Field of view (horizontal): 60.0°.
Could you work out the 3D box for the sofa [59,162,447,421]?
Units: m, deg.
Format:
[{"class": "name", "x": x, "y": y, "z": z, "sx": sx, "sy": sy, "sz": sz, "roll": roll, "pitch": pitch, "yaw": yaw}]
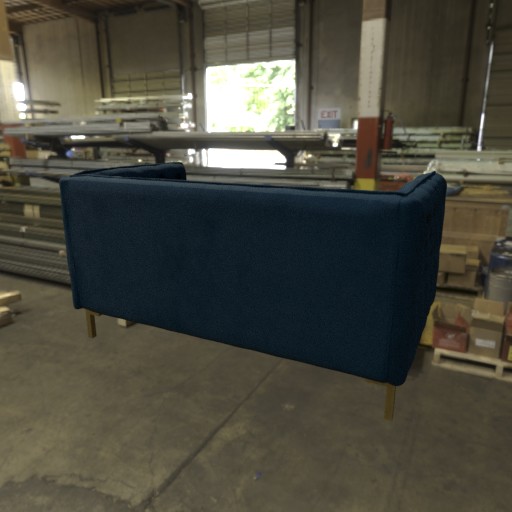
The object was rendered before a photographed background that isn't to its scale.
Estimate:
[{"class": "sofa", "x": 0.000, "y": 0.000, "z": 2.122, "sx": 1.583, "sy": 0.810, "sz": 0.909, "roll": 8, "pitch": 17, "yaw": 26}]
